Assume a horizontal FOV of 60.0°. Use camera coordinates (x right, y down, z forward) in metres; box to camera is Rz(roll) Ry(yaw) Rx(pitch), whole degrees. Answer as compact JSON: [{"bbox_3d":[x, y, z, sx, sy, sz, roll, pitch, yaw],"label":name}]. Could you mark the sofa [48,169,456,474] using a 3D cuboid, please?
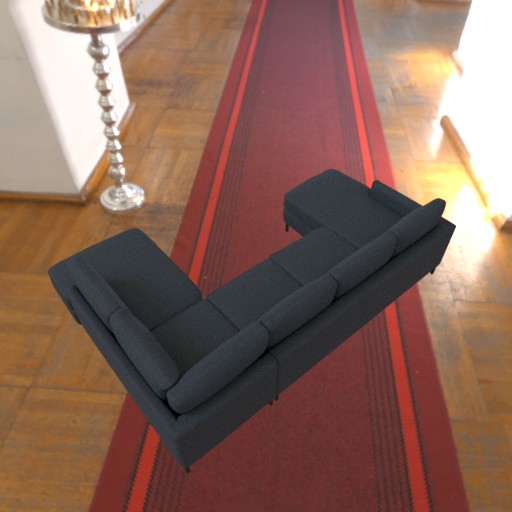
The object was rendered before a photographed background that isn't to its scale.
[{"bbox_3d":[0.000,0.000,3.872,2.975,0.858,1.984,-31,53,-27],"label":"sofa"}]
